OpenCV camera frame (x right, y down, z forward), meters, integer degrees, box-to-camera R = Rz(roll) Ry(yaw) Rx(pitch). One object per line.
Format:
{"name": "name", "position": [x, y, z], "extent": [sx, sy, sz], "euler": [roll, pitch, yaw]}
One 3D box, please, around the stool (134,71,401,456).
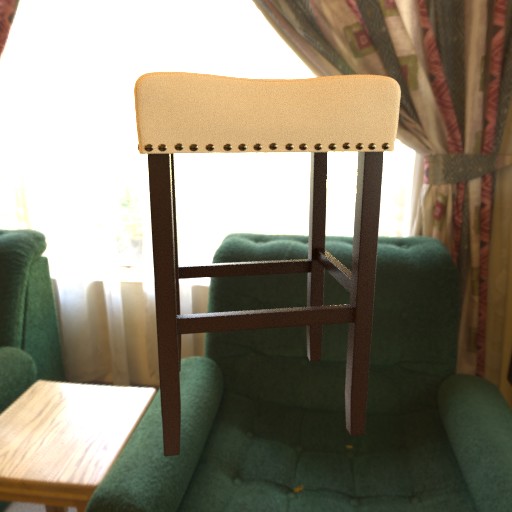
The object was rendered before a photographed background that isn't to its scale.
{"name": "stool", "position": [0.000, 0.000, 1.040], "extent": [0.471, 0.762, 0.401], "euler": [-3, 16, -9]}
